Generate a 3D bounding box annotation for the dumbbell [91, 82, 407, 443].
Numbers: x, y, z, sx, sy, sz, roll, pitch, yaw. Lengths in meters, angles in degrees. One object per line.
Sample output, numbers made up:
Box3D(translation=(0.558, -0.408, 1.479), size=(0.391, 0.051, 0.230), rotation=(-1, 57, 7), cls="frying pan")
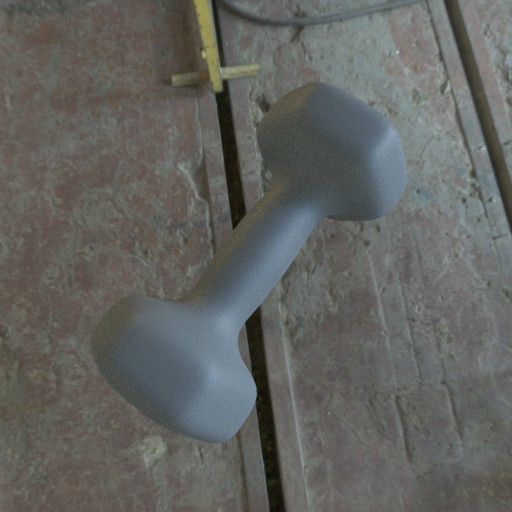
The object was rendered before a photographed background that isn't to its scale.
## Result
Box3D(translation=(0.000, 0.000, 0.234), size=(0.090, 0.081, 0.184), rotation=(36, 79, 8), cls="dumbbell")
